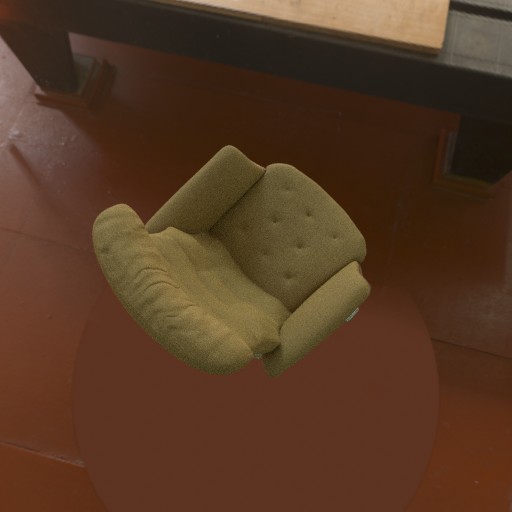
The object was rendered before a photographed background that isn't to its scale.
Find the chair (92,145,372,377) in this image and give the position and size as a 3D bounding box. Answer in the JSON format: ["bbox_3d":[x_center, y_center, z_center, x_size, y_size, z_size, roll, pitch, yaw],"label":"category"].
[{"bbox_3d":[0.000,0.000,1.599,0.837,0.995,0.785,-41,78,-10],"label":"chair"}]
